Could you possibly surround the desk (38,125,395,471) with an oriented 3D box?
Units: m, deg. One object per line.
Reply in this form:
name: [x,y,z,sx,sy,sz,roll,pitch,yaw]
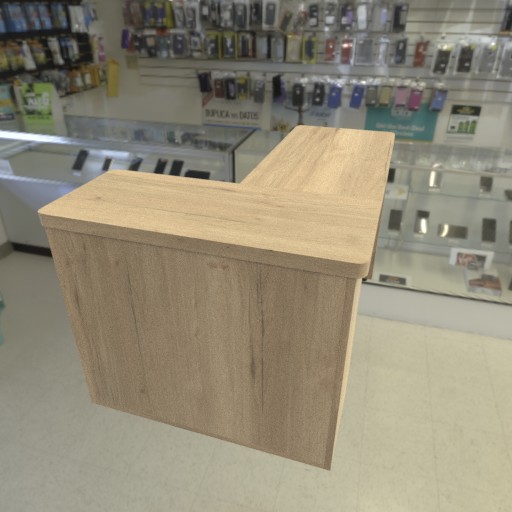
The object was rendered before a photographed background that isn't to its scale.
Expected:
desk: [0.000,0.000,1.762,0.900,0.760,1.169,9,31,15]
